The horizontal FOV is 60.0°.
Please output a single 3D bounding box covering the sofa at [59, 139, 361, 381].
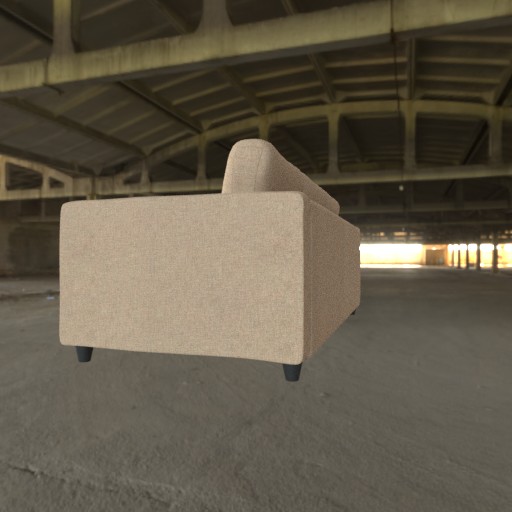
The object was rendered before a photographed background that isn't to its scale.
[{"bbox_3d":[0.000,0.000,2.360,0.930,0.800,1.855,0,0,18],"label":"sofa"}]
